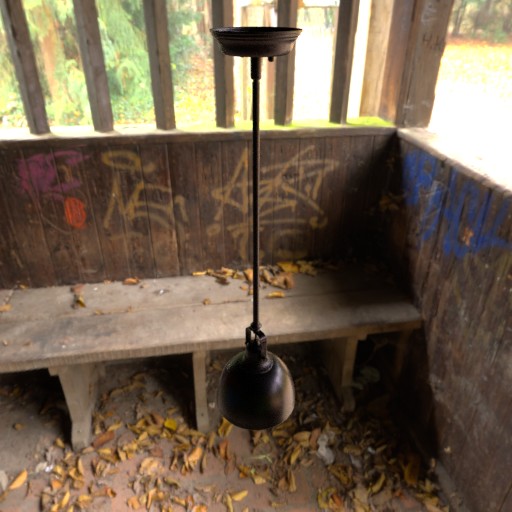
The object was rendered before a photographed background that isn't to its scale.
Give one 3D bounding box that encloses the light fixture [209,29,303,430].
[{"bbox_3d":[0.000,0.000,0.842,0.182,0.768,0.182,-21,36,-32],"label":"light fixture"}]
